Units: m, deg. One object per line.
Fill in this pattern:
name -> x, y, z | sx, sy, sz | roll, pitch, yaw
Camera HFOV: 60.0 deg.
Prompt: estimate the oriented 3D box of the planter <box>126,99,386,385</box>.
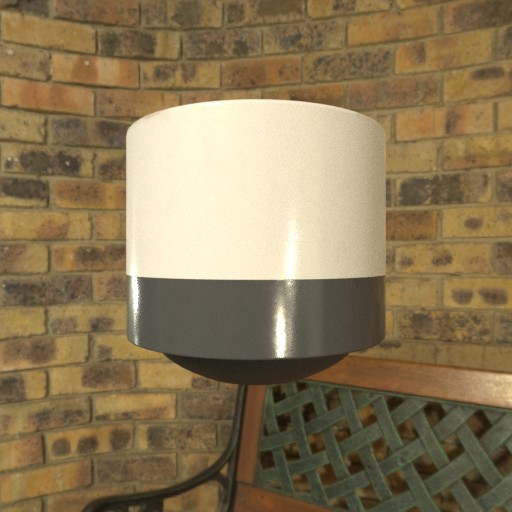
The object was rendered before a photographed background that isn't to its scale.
planter -> 0.000, 0.000, 0.344 | 0.193, 0.177, 0.193 | 0, 0, 0
